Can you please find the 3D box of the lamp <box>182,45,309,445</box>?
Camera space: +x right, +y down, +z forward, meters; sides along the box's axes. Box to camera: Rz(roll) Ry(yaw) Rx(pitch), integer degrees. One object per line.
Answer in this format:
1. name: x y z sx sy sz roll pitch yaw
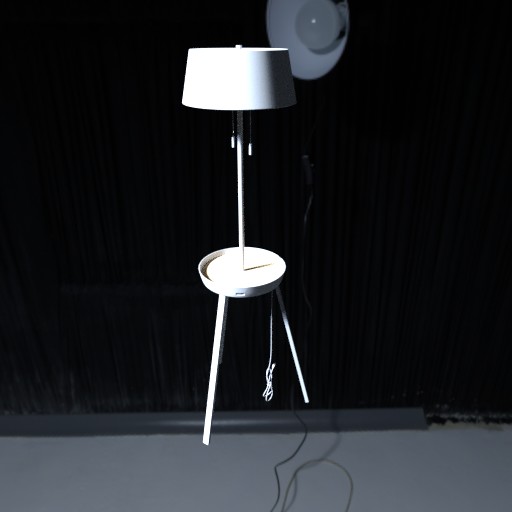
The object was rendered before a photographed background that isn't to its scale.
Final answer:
1. lamp: 0.000 0.000 1.666 0.468 1.429 0.508 0 26 1
